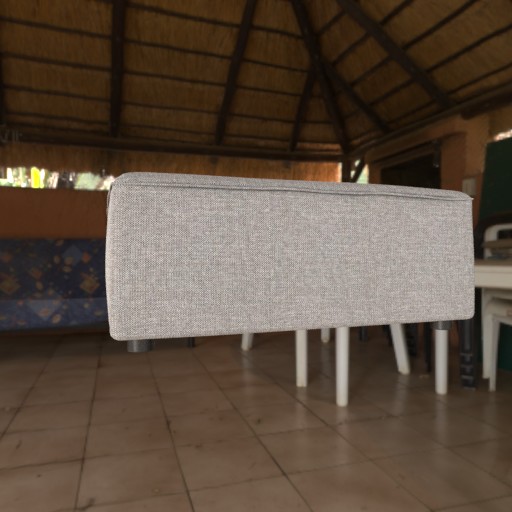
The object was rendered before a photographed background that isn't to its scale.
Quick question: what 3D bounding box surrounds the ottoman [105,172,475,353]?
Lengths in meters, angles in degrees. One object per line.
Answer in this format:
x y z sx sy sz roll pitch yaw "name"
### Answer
0.000 0.000 1.577 1.017 0.423 1.023 0 1 -18 "ottoman"
